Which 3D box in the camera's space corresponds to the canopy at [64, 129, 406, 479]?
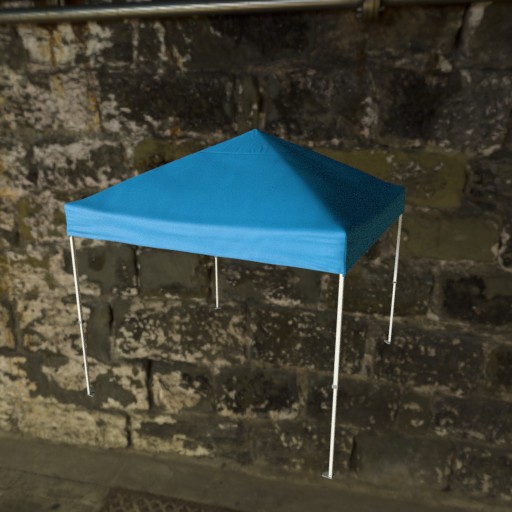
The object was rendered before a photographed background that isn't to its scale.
[{"bbox_3d":[0.000,0.000,5.438,2.998,2.997,2.996,8,18,25],"label":"canopy"}]
